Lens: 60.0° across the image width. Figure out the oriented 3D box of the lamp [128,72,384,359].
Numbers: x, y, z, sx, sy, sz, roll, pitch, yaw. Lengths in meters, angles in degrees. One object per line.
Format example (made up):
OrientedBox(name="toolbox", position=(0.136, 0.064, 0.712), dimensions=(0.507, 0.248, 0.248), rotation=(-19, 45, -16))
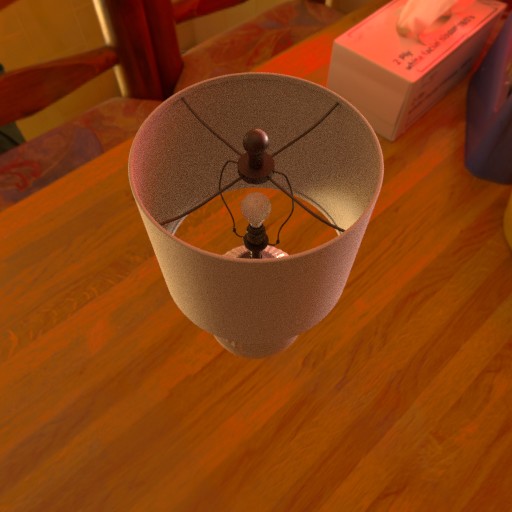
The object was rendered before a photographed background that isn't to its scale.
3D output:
OrientedBox(name="lamp", position=(0.000, 0.000, 0.769), dimensions=(0.318, 0.567, 0.318), rotation=(0, 59, 0))
